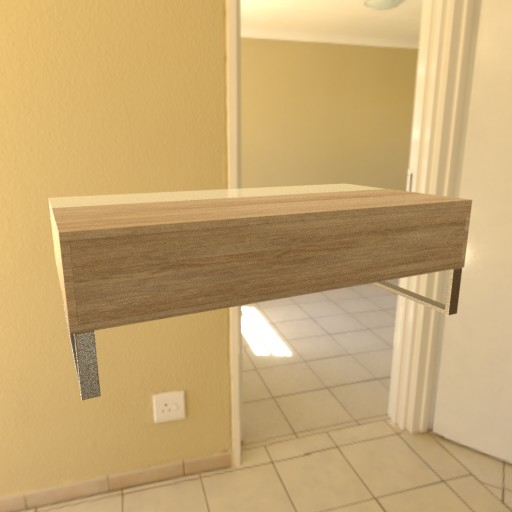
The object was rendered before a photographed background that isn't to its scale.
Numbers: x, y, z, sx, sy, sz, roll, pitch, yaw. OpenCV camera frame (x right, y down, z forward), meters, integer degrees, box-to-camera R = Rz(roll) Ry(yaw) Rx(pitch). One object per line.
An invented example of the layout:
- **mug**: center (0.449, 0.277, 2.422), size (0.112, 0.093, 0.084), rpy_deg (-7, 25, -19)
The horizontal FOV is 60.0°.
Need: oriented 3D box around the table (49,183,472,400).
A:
- **table**: center (0.000, 0.000, 1.352), size (1.100, 0.350, 0.600), rpy_deg (-7, 16, -25)
